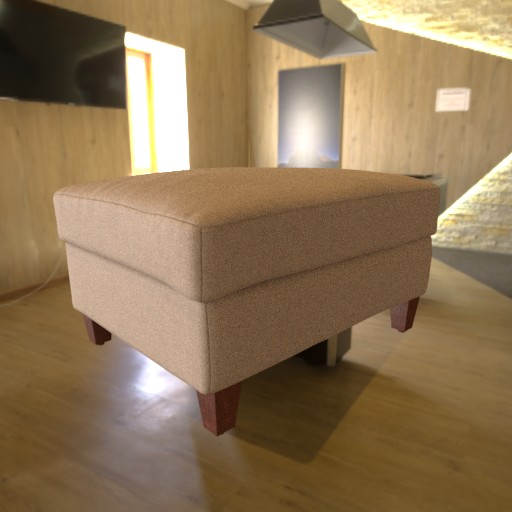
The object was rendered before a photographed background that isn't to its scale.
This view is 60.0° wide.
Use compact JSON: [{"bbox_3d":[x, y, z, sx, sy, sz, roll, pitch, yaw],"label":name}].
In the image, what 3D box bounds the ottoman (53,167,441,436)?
[{"bbox_3d":[0.000,0.000,1.290,0.902,0.511,0.692,-13,19,-41],"label":"ottoman"}]
